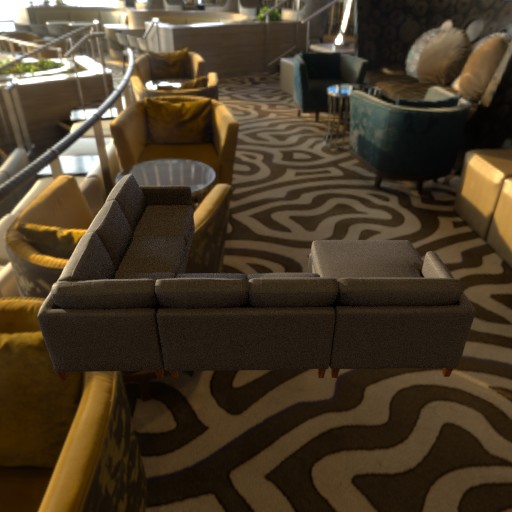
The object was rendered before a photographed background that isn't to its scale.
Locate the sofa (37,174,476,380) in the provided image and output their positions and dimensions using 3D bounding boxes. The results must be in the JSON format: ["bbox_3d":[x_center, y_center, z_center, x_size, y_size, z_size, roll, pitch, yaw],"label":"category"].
[{"bbox_3d":[0.000,0.000,4.641,3.460,0.961,2.594,0,32,-1],"label":"sofa"}]
